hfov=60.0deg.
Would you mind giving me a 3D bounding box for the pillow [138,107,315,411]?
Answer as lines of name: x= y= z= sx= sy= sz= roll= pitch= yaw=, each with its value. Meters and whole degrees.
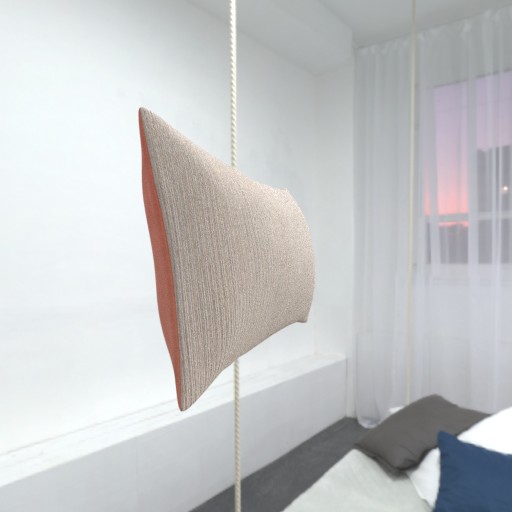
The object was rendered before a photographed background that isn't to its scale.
pillow: x=0.000 y=0.000 z=0.731 sx=0.155 sy=0.307 sz=0.608 roll=0 pitch=0 yaw=18
